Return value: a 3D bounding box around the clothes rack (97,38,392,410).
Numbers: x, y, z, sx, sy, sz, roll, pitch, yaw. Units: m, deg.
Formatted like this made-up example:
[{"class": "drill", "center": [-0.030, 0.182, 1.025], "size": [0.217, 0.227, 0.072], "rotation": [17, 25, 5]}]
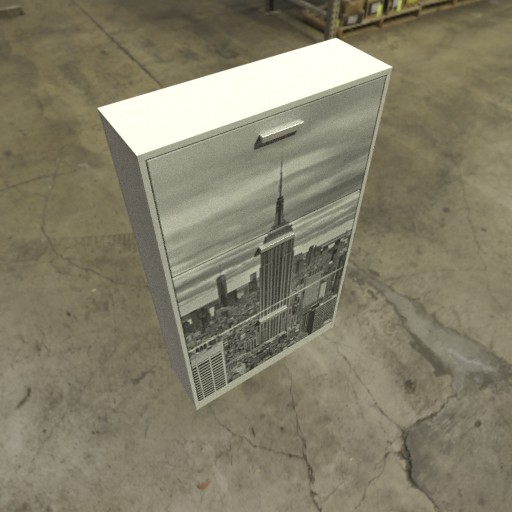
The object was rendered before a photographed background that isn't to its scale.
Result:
[{"class": "clothes rack", "center": [0.000, 0.000, 1.607], "size": [0.750, 1.280, 0.250], "rotation": [-26, 53, -22]}]
